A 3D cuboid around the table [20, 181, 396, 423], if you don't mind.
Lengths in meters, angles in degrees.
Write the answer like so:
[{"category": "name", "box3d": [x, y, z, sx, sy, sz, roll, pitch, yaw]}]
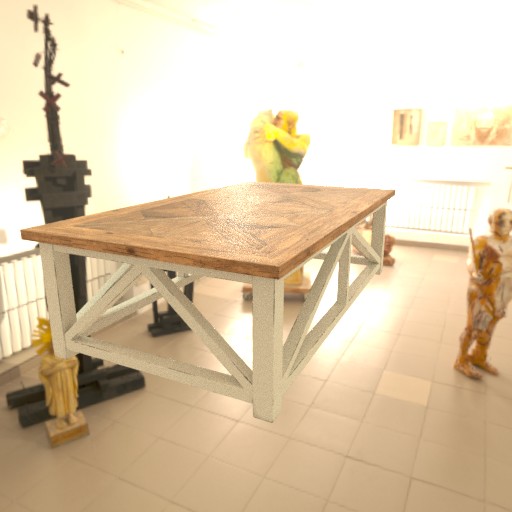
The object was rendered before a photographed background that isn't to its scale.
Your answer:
[{"category": "table", "box3d": [0.000, 0.000, 1.744, 0.800, 0.410, 1.400, 8, 17, 25]}]
